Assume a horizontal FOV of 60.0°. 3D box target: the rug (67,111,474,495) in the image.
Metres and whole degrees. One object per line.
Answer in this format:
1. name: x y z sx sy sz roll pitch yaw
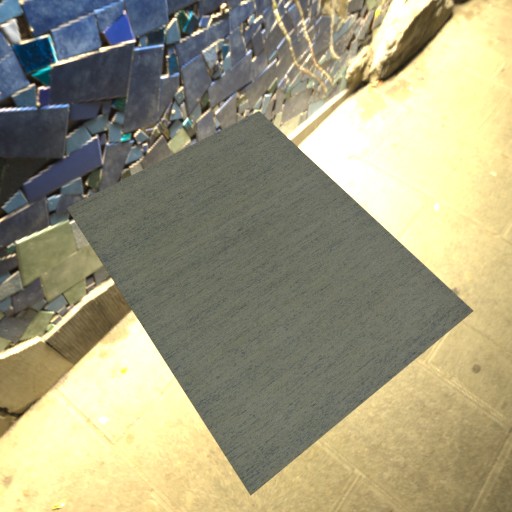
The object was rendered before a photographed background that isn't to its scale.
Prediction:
1. rug: 0.000 0.000 4.221 2.438 0.006 3.197 -32 64 -18
